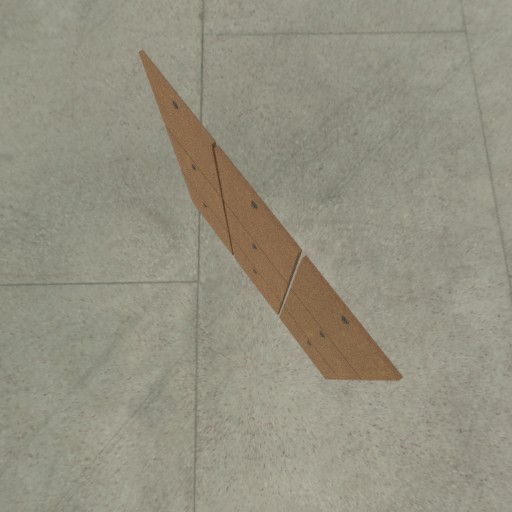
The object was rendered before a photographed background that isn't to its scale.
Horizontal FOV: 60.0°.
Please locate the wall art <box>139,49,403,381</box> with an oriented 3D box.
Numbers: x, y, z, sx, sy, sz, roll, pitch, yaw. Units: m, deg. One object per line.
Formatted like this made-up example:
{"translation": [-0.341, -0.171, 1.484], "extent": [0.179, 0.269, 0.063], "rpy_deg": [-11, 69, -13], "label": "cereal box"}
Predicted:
{"translation": [0.000, 0.000, 1.373], "extent": [0.018, 0.913, 0.915], "rpy_deg": [-35, 77, -9], "label": "wall art"}
